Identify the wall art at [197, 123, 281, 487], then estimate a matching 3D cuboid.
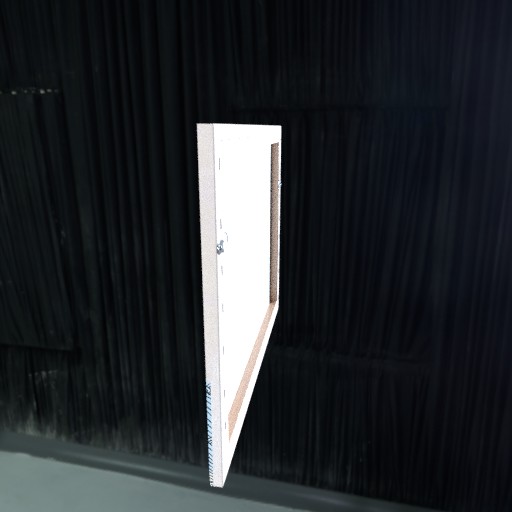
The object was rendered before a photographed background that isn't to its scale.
[{"bbox_3d":[0.000,0.000,1.611,0.042,0.912,1.219,3,16,9],"label":"wall art"}]
